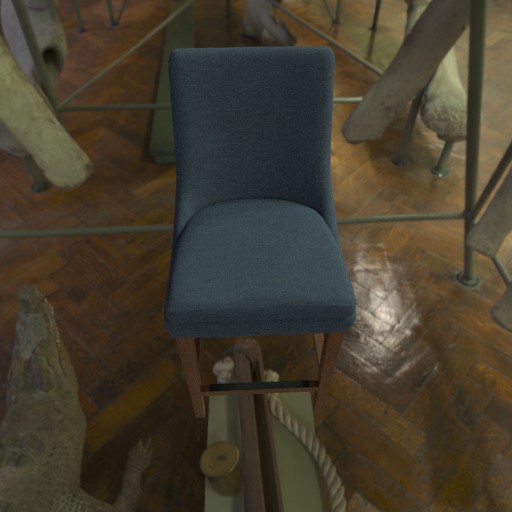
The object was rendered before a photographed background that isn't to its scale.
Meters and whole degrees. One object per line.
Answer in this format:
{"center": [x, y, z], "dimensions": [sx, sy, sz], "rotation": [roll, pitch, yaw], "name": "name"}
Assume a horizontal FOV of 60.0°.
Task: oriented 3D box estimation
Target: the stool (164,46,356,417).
{"center": [0.000, 0.000, 1.285], "dimensions": [0.470, 0.981, 0.577], "rotation": [-2, 46, -2], "name": "stool"}
